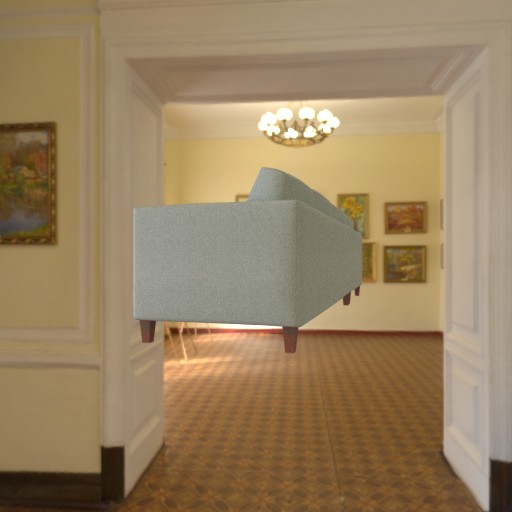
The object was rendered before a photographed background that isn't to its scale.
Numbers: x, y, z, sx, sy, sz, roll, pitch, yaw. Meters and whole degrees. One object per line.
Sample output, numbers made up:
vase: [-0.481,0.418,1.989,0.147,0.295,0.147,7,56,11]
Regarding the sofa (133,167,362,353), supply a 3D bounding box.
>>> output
sofa: [0.000,0.000,3.992,1.600,0.953,3.470,0,0,18]
